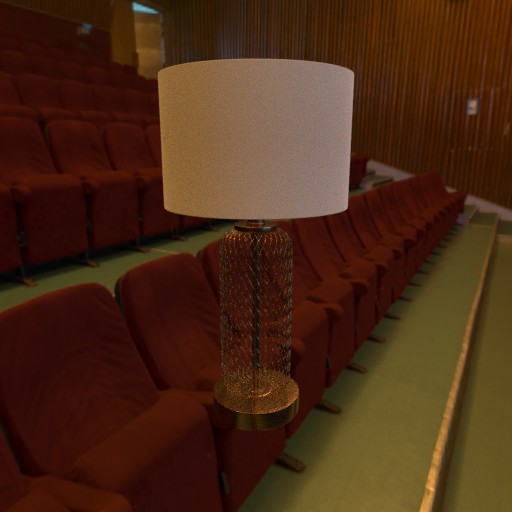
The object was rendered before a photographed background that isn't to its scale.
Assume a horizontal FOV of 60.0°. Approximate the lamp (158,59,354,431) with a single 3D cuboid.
[{"bbox_3d":[0.000,0.000,0.639,0.252,0.483,0.252,8,16,28],"label":"lamp"}]
